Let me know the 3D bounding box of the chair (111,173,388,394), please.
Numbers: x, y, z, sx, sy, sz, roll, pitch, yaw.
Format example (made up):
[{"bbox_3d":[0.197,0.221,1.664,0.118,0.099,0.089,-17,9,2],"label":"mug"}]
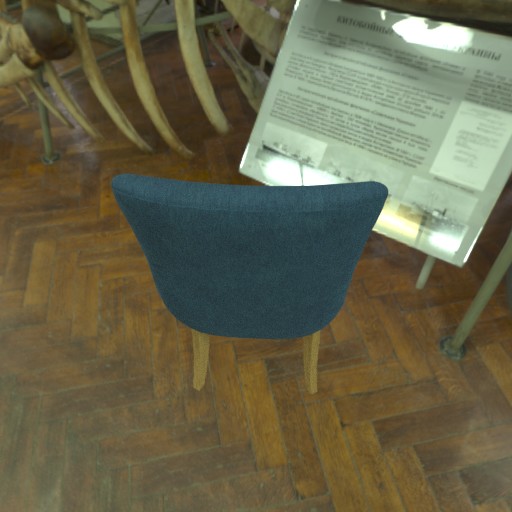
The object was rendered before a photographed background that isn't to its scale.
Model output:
[{"bbox_3d":[0.000,0.000,1.239,0.495,0.902,0.609,2,47,2],"label":"chair"}]
